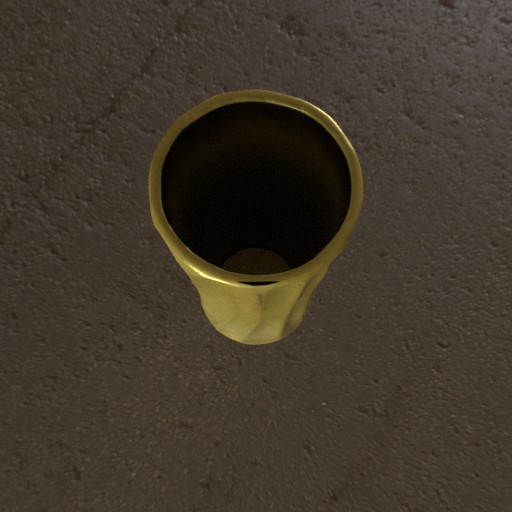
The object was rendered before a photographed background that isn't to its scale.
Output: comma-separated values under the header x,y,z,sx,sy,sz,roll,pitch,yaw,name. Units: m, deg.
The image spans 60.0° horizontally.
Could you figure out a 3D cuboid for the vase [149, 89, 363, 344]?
x,y,z,sx,sy,sz,roll,pitch,yaw,name
0.000,0.000,0.175,0.061,0.143,0.061,0,76,0,vase
